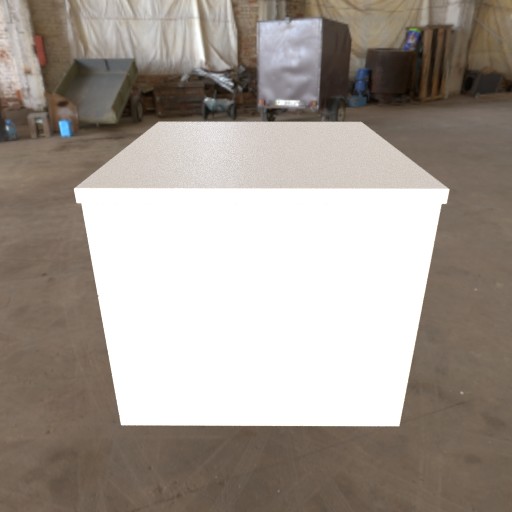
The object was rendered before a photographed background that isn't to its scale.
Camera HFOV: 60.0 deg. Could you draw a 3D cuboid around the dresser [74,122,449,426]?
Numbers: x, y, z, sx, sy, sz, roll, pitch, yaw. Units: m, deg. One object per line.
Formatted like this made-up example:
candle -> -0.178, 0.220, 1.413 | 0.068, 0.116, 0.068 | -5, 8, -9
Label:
dresser -> 0.000, 0.000, 0.727 | 0.400, 0.360, 0.430 | 0, 26, 0
